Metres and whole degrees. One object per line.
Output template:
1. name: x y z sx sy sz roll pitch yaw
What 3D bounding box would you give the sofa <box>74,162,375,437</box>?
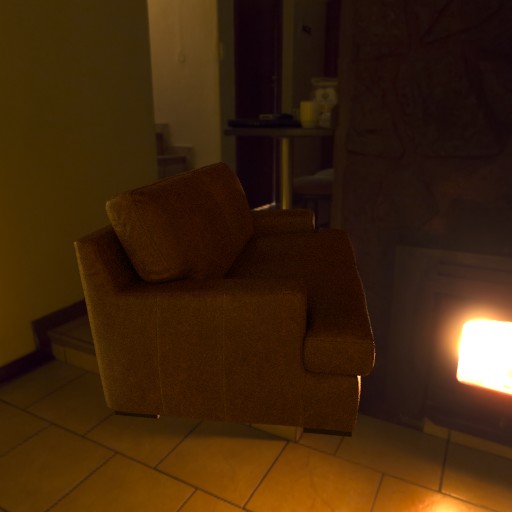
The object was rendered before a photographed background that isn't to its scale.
1. sofa: 0.000 0.000 2.508 1.143 0.939 1.880 2 16 8
